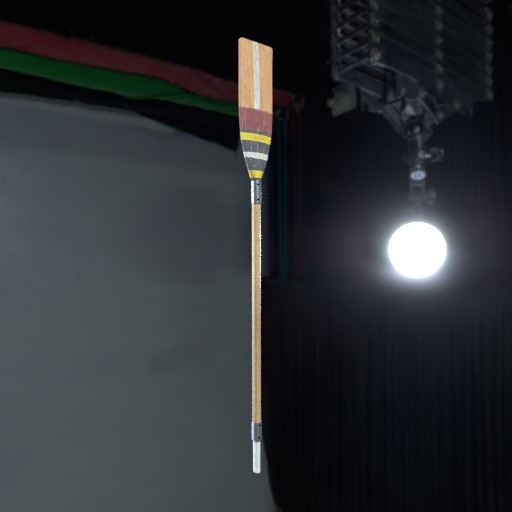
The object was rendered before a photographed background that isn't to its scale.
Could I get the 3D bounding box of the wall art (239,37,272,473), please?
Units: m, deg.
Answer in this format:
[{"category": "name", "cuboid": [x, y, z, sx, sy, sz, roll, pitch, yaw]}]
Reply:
[{"category": "wall art", "cuboid": [0.000, 0.000, 1.606, 0.146, 1.556, 0.038, 1, -1, -36]}]
